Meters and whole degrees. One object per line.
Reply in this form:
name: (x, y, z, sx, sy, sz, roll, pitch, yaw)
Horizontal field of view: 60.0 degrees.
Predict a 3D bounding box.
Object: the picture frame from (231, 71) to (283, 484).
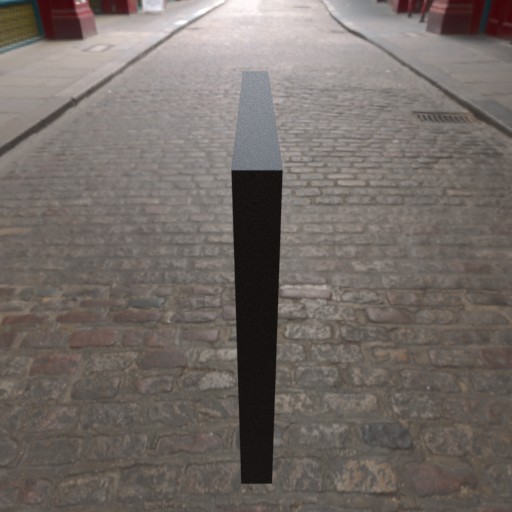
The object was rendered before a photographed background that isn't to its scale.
picture frame: (0.000, 0.000, 0.475, 0.030, 0.317, 0.317, 0, 32, 0)
